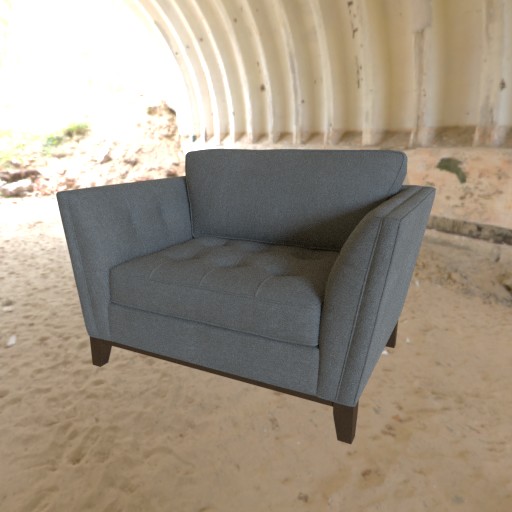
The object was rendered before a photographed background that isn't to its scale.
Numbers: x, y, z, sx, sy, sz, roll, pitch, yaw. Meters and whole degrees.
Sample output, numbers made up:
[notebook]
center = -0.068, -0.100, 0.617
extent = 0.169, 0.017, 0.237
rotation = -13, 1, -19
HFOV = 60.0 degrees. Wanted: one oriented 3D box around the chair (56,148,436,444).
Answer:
[chair]
center = 0.000, 0.000, 2.028
extent = 1.396, 0.942, 0.965
rotation = 8, 17, 26
